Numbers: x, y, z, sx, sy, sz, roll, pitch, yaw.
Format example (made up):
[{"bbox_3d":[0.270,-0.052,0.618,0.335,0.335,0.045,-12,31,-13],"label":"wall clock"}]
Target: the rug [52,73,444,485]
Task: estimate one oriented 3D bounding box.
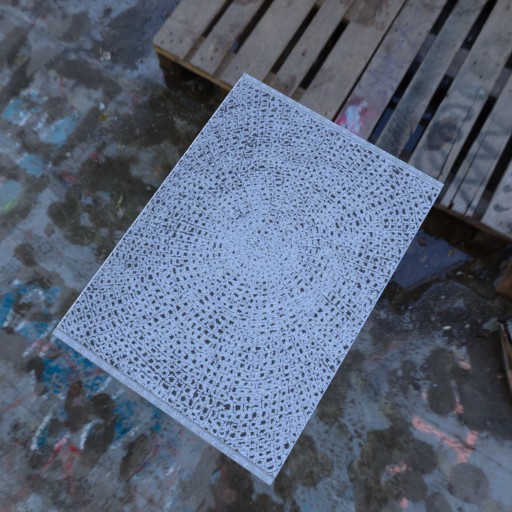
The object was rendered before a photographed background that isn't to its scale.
[{"bbox_3d":[0.000,0.000,2.130,1.190,0.003,1.634,32,78,7],"label":"rug"}]
